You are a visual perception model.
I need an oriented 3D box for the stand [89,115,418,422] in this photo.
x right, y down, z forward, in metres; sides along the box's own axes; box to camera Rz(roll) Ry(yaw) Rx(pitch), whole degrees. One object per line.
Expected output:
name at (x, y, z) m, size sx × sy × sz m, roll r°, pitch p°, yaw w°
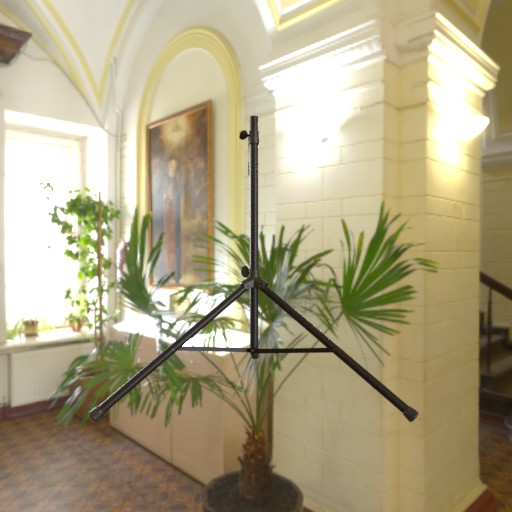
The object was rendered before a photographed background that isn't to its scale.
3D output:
stand at (0.000, 0.000, 2.763) m, size 1.596 × 1.595 × 1.339 m, roll 0°, pitch 1°, yaw 1°
